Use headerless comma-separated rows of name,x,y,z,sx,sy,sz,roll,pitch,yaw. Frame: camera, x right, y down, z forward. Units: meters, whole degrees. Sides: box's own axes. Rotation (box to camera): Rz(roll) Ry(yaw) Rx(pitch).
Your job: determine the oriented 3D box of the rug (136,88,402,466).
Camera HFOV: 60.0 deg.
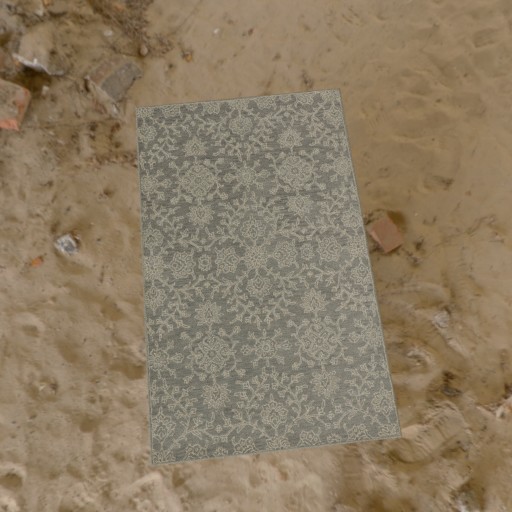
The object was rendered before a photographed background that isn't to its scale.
rug,0.000,0.000,2.961,1.515,0.010,2.430,-6,75,-2
